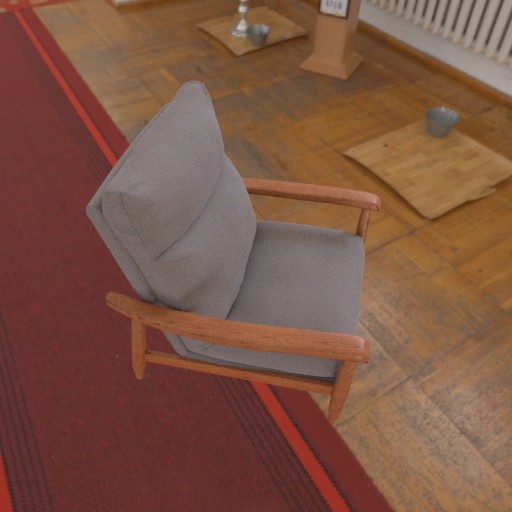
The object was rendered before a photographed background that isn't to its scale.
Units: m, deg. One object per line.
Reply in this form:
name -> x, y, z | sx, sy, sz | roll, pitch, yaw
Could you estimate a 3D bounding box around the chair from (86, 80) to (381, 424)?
chair -> 0.000, 0.000, 1.562 | 0.816, 0.922, 0.782 | 10, 48, 9
